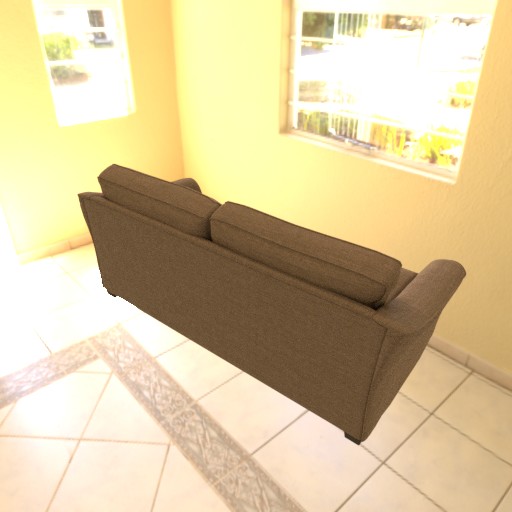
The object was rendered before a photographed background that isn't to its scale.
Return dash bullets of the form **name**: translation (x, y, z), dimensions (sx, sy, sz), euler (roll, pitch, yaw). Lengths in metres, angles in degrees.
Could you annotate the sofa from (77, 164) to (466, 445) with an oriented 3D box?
- **sofa**: translation (0.000, 0.000, 2.750), dimensions (2.270, 0.965, 0.980), euler (22, 37, 33)
